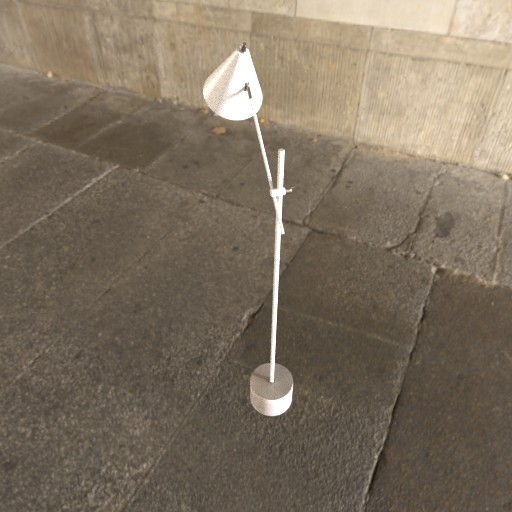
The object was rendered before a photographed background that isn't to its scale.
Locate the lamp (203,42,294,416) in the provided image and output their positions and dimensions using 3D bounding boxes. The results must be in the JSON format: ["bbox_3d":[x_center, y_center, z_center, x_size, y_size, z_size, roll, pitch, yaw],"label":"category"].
[{"bbox_3d":[0.000,0.000,1.619,0.223,1.430,0.508,-12,43,-13],"label":"lamp"}]
